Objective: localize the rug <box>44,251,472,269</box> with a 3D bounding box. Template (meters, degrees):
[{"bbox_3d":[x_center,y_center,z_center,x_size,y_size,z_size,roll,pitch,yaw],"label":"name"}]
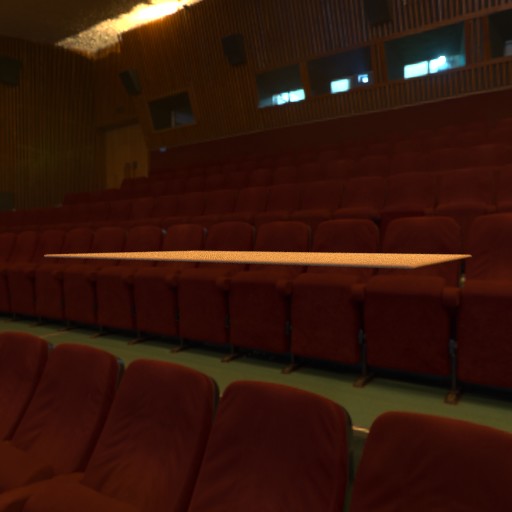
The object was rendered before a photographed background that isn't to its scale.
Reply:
[{"bbox_3d":[0.000,0.000,2.038,1.668,0.012,1.061,1,2,33],"label":"rug"}]
